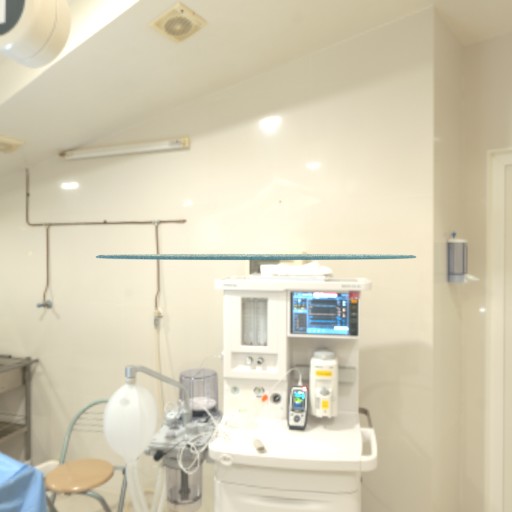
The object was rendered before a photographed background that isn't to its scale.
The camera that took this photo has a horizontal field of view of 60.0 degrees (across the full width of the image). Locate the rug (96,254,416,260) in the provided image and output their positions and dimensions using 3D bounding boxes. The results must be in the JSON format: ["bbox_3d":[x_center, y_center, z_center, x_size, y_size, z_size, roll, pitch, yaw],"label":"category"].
[{"bbox_3d":[0.000,0.000,2.341,1.593,0.012,1.593,0,1,0],"label":"rug"}]
